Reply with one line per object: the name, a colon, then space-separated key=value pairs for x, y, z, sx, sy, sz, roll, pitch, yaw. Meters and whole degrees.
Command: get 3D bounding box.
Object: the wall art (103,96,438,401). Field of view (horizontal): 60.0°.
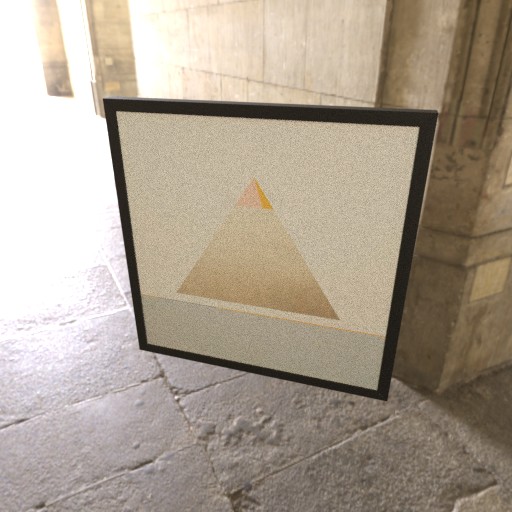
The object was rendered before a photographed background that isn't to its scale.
wall art: x=0.000 y=0.000 z=1.168 sx=0.769 sy=0.766 sz=0.042 roll=8 pitch=28 yaw=15
